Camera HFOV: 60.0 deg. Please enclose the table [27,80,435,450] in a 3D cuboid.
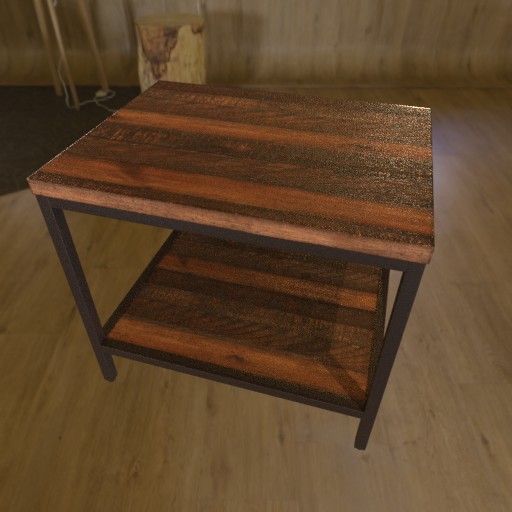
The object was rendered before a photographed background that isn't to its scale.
[{"bbox_3d":[0.000,0.000,1.084,0.678,0.612,0.524,11,41,12],"label":"table"}]
